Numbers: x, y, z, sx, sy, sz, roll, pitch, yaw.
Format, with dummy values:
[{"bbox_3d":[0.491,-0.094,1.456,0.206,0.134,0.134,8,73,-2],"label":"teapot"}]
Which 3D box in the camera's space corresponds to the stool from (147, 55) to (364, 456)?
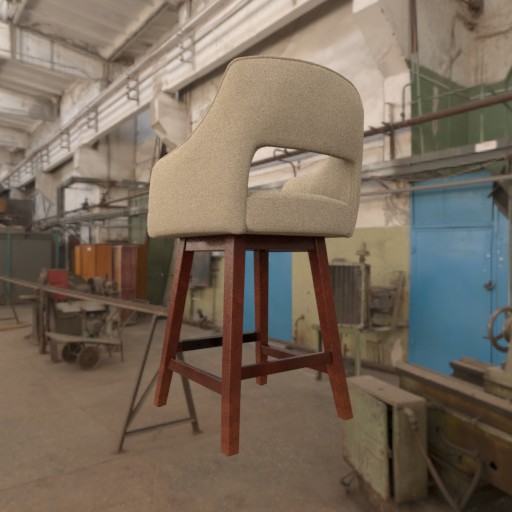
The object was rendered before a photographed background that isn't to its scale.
[{"bbox_3d":[0.000,0.000,1.300,0.550,0.936,0.560,0,0,-35],"label":"stool"}]
